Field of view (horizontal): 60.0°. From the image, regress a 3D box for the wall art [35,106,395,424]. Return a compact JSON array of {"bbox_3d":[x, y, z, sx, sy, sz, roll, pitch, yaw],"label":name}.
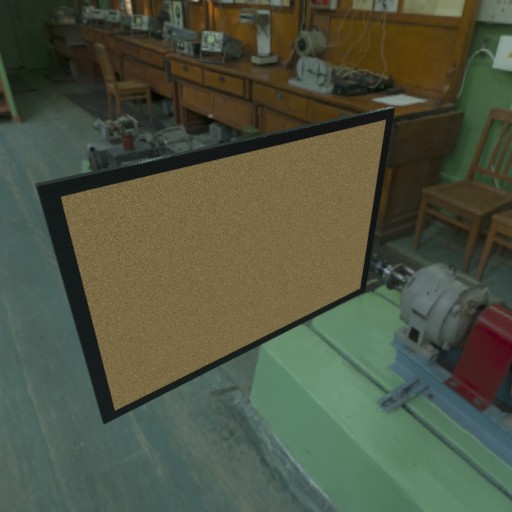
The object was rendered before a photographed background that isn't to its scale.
[{"bbox_3d":[0.000,0.000,1.017,0.819,0.552,0.015,-21,38,-30],"label":"wall art"}]
